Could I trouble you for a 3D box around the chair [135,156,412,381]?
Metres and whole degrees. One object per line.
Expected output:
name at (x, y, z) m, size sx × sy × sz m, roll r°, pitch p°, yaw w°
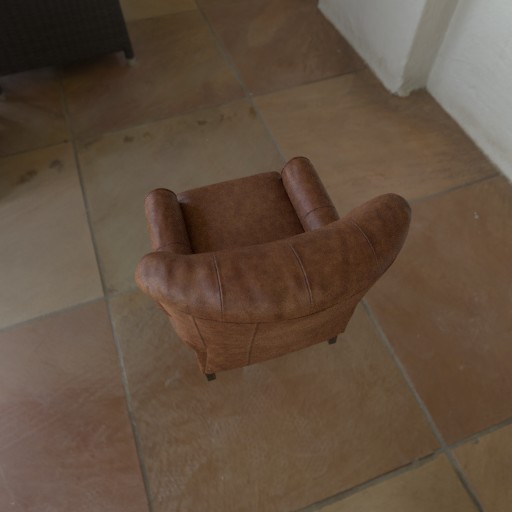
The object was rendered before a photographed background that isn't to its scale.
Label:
chair at (0.000, 0.000, 1.985) m, size 0.951 × 1.164 × 1.059 m, roll -15°, pitch 59°, yaw -9°
